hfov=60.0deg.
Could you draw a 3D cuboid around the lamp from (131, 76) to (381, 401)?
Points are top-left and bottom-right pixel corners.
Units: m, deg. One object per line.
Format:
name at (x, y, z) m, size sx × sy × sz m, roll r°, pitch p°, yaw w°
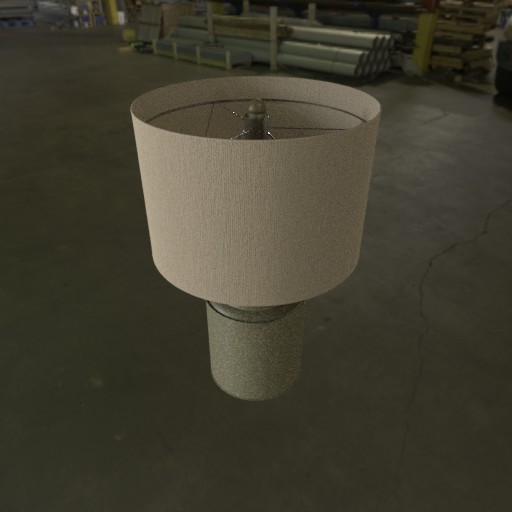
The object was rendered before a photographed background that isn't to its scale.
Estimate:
lamp at (0.000, 0.000, 0.707) m, size 0.318 × 0.486 × 0.318 m, roll 0°, pitch 33°, yaw 0°
